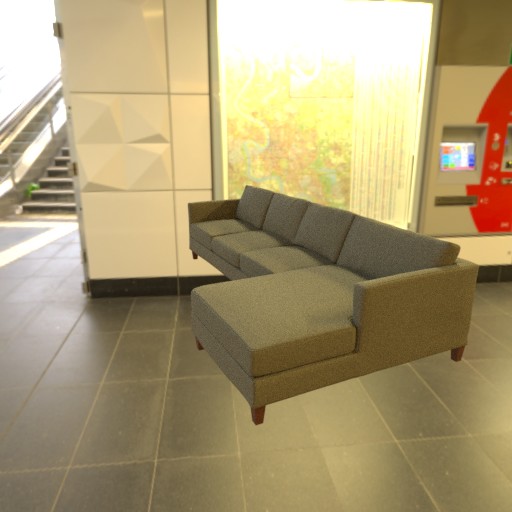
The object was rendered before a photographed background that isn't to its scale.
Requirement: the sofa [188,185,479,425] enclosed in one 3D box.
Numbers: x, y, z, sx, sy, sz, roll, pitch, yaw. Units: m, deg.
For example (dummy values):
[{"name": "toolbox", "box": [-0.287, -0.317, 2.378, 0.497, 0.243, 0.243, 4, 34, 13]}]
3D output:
[{"name": "sofa", "box": [0.000, 0.000, 3.900, 1.625, 0.861, 3.186, -8, 18, -25]}]
